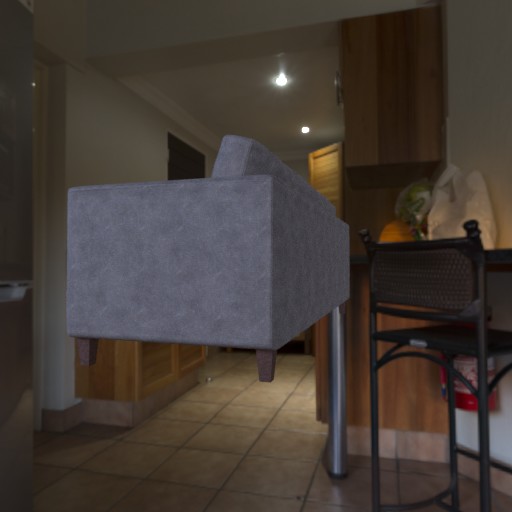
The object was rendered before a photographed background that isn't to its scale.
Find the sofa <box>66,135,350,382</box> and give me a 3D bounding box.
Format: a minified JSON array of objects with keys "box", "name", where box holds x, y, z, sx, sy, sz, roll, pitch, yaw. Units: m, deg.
[{"box":[0.000,0.000,2.870,0.951,0.965,2.434,0,-1,18],"name":"sofa"}]
